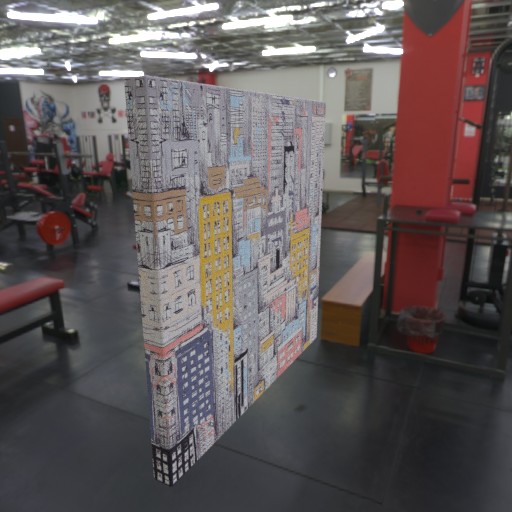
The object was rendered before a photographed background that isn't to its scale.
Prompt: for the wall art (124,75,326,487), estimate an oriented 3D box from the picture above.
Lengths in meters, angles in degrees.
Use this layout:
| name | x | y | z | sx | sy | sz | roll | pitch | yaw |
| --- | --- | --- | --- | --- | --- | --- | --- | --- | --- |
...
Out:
| name | x | y | z | sx | sy | sz | roll | pitch | yaw |
| --- | --- | --- | --- | --- | --- | --- | --- | --- | --- |
| wall art | 0.000 | 0.000 | 1.102 | 0.048 | 0.762 | 0.761 | 9 | 18 | 28 |
